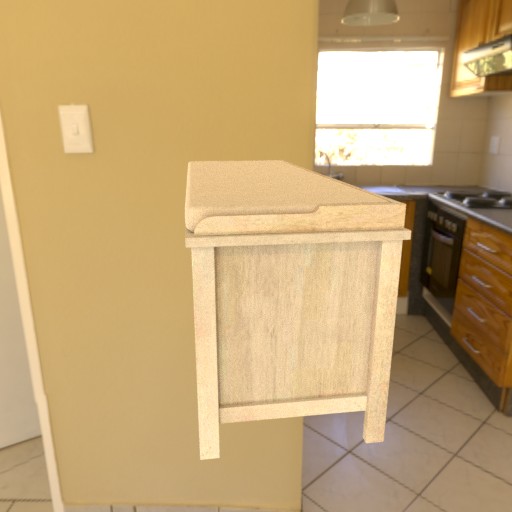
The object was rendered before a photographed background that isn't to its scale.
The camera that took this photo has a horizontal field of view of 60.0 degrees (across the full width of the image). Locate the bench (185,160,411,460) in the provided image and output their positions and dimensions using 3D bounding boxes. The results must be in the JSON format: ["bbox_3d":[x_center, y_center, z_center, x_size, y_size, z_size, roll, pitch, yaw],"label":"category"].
[{"bbox_3d":[0.000,0.000,1.361,0.398,0.501,1.140,-2,16,-8],"label":"bench"}]
